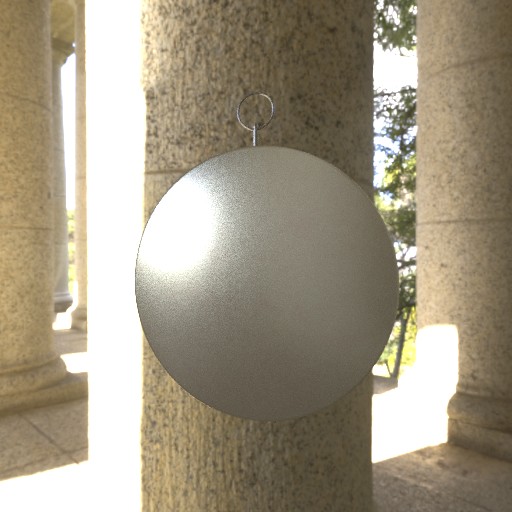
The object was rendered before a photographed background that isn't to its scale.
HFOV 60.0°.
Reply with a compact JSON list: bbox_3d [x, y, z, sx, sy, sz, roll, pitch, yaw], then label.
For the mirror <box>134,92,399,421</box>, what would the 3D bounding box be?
[{"bbox_3d":[0.000,0.000,0.965,0.594,0.713,0.020,0,0,17],"label":"mirror"}]
